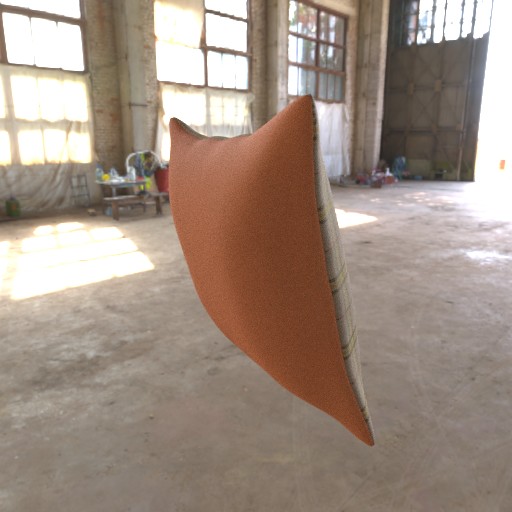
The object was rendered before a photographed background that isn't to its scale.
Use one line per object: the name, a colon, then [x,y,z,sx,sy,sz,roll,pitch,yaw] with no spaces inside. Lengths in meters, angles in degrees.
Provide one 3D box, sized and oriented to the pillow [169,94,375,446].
pillow: [0.000,0.000,0.684,0.200,0.430,0.453,-7,16,-26]
